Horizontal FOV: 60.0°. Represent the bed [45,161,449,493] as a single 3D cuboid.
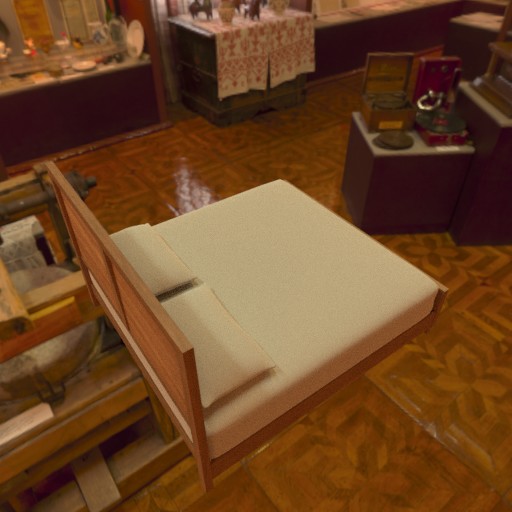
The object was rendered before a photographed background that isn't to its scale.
[{"bbox_3d":[0.000,0.000,3.397,2.184,1.387,2.003,-25,46,-26],"label":"bed"}]
